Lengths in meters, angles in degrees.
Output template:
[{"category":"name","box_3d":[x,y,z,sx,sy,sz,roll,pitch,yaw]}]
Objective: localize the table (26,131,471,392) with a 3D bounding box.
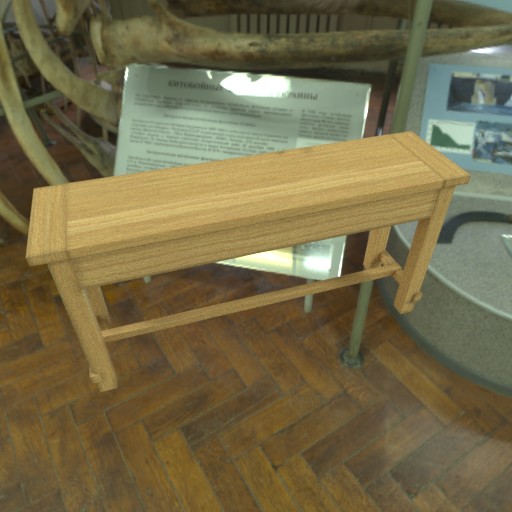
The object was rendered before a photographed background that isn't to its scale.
[{"category":"table","box_3d":[0.000,0.000,1.924,1.599,0.762,0.442,-12,42,-13]}]
